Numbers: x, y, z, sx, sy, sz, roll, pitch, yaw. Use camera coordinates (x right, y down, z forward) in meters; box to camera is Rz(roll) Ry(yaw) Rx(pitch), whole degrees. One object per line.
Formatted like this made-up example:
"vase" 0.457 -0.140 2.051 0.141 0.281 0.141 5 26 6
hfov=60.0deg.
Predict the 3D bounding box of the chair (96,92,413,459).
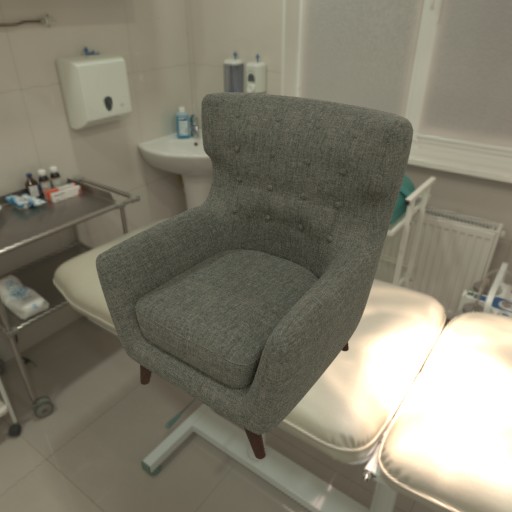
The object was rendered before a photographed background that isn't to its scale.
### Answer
"chair" 0.000 0.000 1.736 0.878 1.063 0.904 20 36 30
